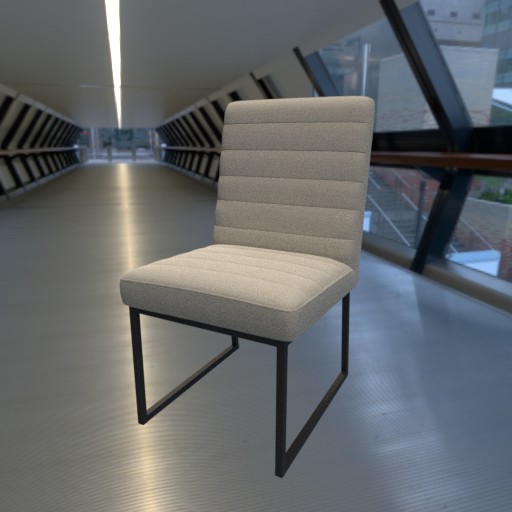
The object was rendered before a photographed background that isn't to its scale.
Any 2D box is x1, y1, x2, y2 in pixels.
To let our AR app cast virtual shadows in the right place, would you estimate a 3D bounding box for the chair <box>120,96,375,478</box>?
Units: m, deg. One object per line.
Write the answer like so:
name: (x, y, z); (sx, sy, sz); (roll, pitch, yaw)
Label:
chair: (0.000, 0.000, 1.325); (0.520, 0.930, 0.634); (8, 17, 27)
